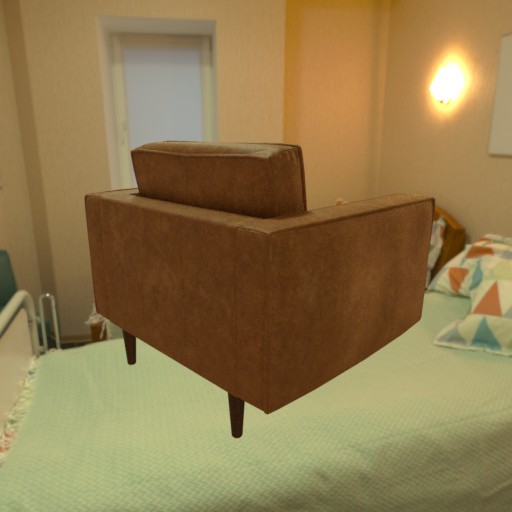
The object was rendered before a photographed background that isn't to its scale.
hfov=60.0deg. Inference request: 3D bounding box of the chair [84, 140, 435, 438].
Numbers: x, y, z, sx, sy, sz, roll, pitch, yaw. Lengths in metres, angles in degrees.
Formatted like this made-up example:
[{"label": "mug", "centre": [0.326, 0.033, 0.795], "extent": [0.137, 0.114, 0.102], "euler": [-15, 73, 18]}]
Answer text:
[{"label": "chair", "centre": [0.000, 0.000, 1.524], "extent": [0.798, 0.767, 0.928], "euler": [-15, 21, -43]}]
